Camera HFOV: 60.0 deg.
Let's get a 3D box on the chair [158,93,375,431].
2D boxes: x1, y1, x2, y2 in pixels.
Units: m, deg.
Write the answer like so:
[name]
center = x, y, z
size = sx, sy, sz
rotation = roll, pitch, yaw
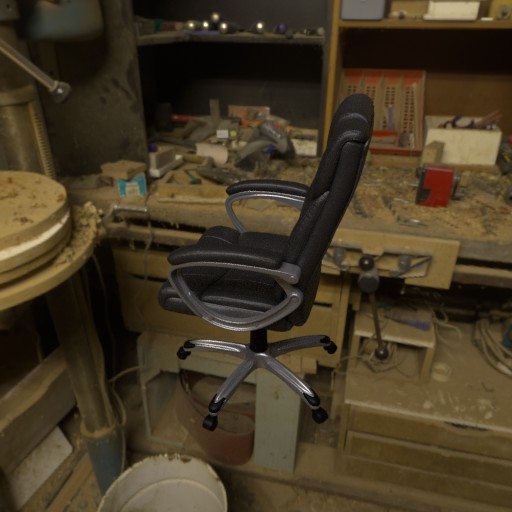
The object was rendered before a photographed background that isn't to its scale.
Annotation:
[chair]
center = 0.000, 0.000, 1.628
size = 0.719, 1.130, 0.721
rotation = 8, 30, 13
